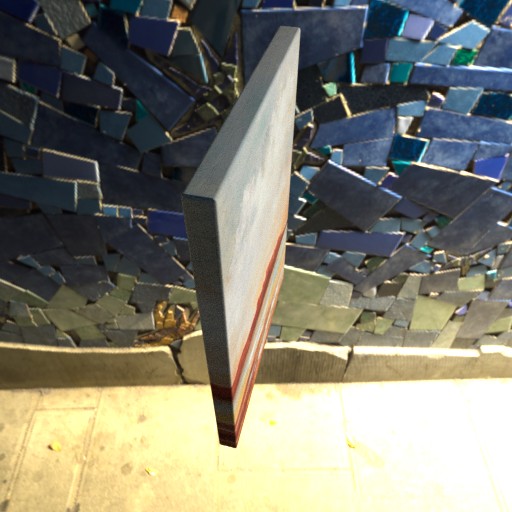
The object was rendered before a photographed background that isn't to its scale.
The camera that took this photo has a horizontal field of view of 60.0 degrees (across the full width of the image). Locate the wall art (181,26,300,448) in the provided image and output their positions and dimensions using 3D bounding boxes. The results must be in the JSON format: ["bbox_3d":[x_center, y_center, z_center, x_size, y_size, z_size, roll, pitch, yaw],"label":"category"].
[{"bbox_3d":[0.000,0.000,0.773,0.035,0.605,0.443,10,47,10],"label":"wall art"}]
